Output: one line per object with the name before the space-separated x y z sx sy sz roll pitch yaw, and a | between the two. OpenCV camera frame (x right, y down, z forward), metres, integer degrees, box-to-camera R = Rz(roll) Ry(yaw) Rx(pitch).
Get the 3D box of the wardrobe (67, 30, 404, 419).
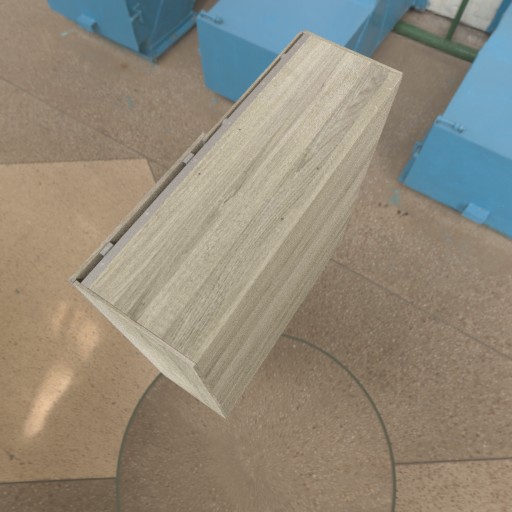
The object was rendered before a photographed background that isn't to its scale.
wardrobe | 0.000 0.000 2.893 0.629 1.960 1.780 31 68 14
